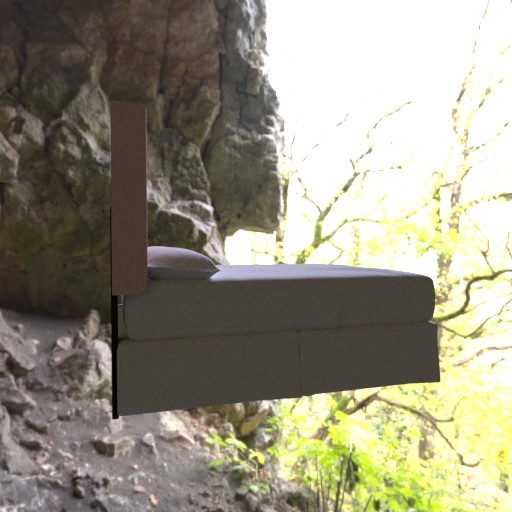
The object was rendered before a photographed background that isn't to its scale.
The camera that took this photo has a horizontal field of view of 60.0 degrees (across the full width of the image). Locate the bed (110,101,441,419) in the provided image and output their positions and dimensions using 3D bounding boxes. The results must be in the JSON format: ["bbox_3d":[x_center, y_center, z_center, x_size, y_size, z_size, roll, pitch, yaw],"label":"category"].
[{"bbox_3d":[0.000,0.000,3.340,2.066,1.665,1.719,-1,2,-18],"label":"bed"}]
